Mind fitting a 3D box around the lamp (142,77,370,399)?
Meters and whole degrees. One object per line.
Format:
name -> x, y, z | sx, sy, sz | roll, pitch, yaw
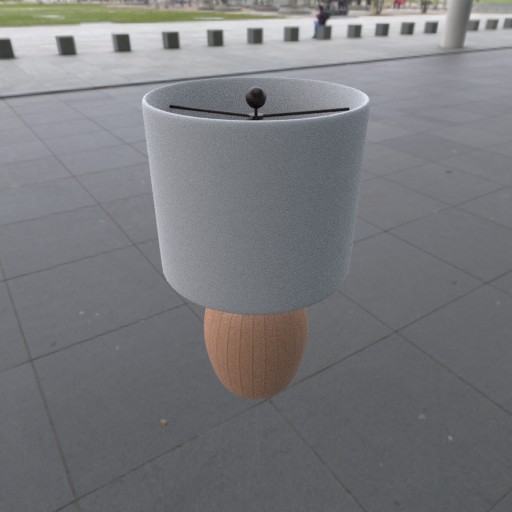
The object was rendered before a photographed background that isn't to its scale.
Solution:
lamp -> 0.000, 0.000, 0.788 | 0.329, 0.570, 0.329 | 0, 30, 0
